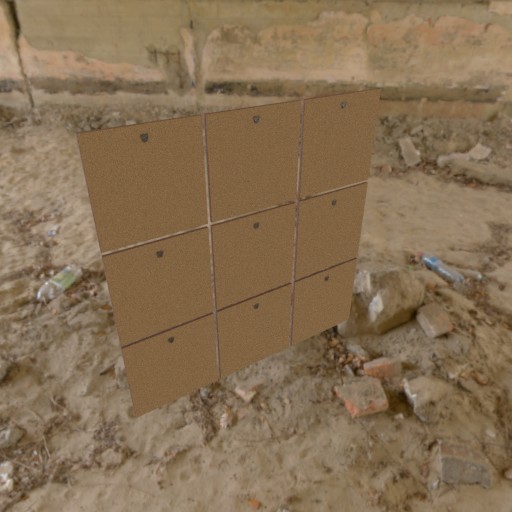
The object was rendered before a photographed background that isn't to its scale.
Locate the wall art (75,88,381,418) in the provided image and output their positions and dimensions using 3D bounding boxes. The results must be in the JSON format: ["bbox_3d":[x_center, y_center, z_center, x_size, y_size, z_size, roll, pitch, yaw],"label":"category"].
[{"bbox_3d":[0.000,0.000,1.862,1.221,1.218,0.019,-18,36,-28],"label":"wall art"}]
